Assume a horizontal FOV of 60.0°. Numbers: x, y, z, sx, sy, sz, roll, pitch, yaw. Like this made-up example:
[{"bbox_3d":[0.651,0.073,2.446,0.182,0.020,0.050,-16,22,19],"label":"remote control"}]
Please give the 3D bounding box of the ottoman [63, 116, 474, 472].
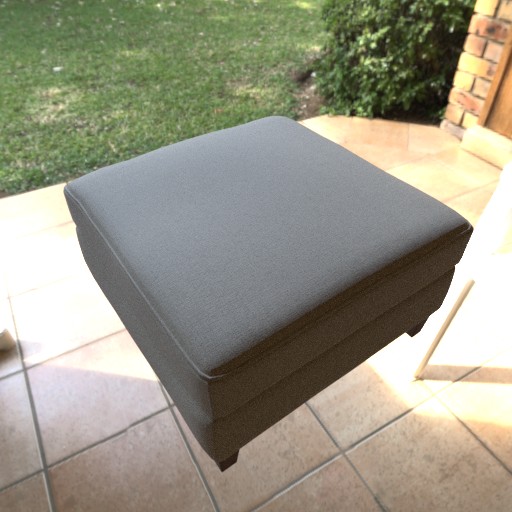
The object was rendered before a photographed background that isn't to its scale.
[{"bbox_3d":[0.000,0.000,1.337,0.838,0.503,0.838,-26,48,-26],"label":"ottoman"}]
